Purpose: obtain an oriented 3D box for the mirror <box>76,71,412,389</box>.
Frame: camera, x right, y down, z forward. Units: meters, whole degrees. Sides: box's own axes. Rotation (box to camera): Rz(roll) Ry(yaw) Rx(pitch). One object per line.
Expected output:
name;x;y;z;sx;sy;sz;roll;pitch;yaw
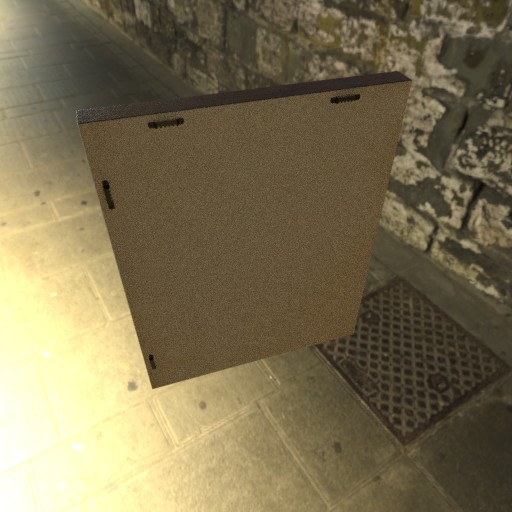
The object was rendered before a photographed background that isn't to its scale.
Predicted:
mirror;0.000;0.000;0.691;0.405;0.508;0.041;-12;43;-13
